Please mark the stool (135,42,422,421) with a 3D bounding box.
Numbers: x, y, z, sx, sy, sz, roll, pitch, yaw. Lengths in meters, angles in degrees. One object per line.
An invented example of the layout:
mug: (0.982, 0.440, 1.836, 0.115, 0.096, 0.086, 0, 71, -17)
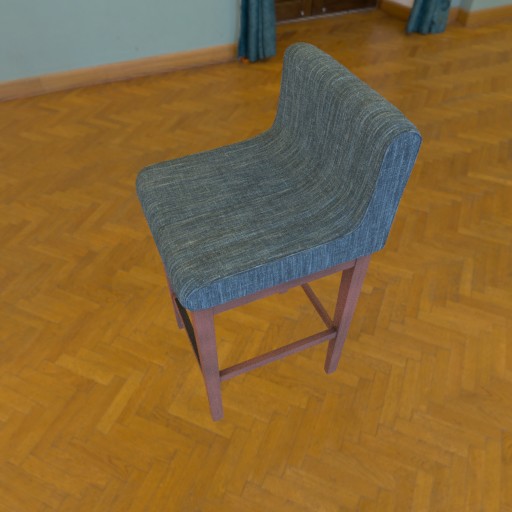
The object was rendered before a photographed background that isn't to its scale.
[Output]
stool: (0.000, 0.000, 1.089, 0.459, 0.835, 0.395, -18, 50, -16)
